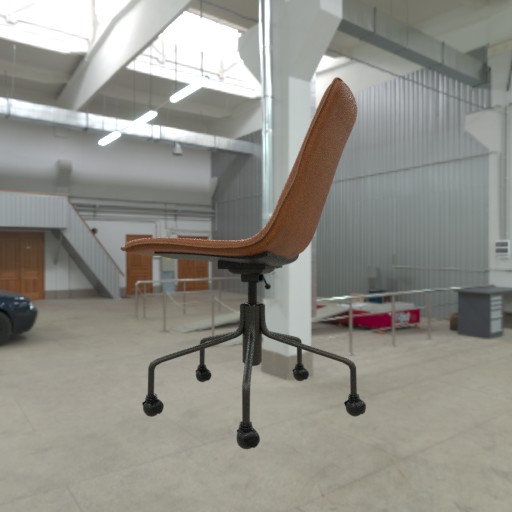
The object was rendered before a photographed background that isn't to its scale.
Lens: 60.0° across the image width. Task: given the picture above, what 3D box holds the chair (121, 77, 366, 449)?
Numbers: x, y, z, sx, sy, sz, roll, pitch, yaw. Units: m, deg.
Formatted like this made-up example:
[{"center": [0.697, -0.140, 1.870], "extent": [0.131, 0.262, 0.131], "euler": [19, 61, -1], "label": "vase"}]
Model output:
[{"center": [0.000, 0.000, 1.367], "extent": [0.660, 0.920, 0.651], "euler": [0, 0, 18], "label": "chair"}]
